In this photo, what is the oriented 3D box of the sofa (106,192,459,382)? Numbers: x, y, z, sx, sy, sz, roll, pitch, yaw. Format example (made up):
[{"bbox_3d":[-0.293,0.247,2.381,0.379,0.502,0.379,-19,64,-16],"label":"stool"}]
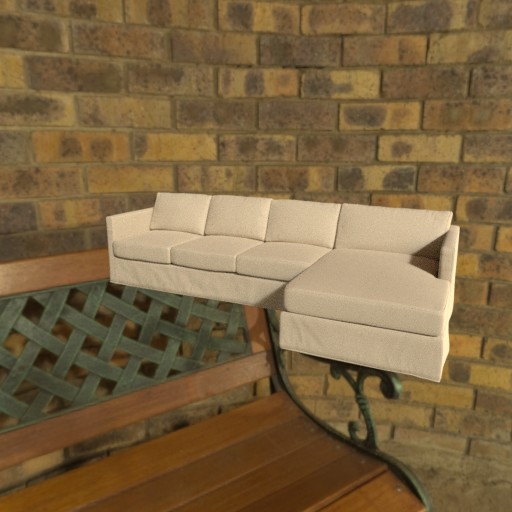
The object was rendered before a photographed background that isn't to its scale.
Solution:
[{"bbox_3d":[0.000,0.000,3.852,3.206,0.871,1.622,7,16,25],"label":"sofa"}]
